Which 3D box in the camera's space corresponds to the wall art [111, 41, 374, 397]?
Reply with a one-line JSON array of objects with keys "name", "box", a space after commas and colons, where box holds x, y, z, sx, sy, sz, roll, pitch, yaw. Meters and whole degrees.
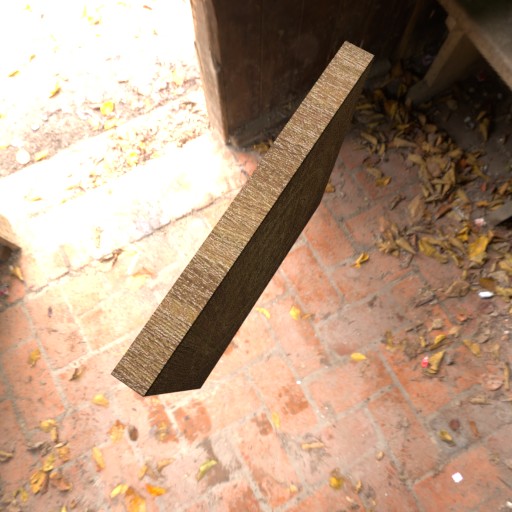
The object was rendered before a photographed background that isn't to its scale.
[{"name": "wall art", "box": [0.000, 0.000, 0.614, 0.039, 0.403, 0.406, 31, 76, 9]}]
